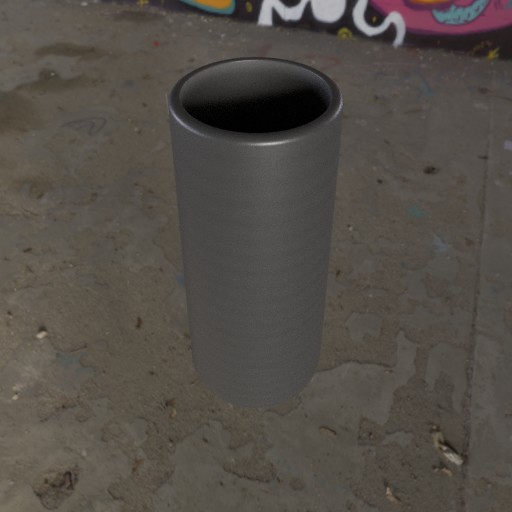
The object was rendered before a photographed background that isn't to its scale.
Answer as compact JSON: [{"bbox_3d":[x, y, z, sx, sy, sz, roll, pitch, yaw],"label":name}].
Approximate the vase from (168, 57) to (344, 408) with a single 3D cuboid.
[{"bbox_3d":[0.000,0.000,0.372,0.136,0.289,0.136,33,55,27],"label":"vase"}]
